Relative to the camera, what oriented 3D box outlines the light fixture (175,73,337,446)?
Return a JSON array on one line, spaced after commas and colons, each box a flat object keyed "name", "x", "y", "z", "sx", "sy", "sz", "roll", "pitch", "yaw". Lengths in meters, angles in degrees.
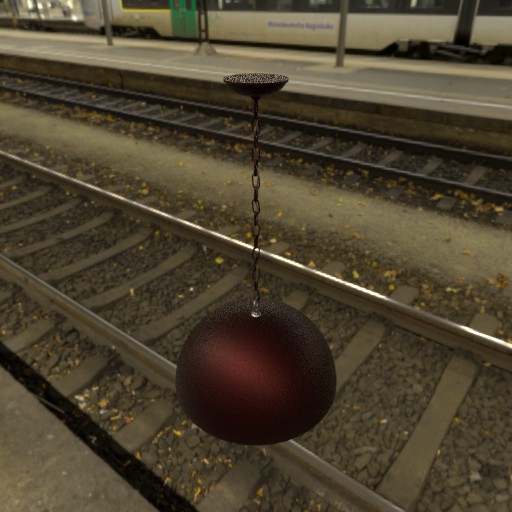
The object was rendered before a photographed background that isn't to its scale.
[{"name": "light fixture", "x": 0.000, "y": 0.000, "z": 1.155, "sx": 0.492, "sy": 0.869, "sz": 0.492, "roll": 9, "pitch": 31, "yaw": 14}]
